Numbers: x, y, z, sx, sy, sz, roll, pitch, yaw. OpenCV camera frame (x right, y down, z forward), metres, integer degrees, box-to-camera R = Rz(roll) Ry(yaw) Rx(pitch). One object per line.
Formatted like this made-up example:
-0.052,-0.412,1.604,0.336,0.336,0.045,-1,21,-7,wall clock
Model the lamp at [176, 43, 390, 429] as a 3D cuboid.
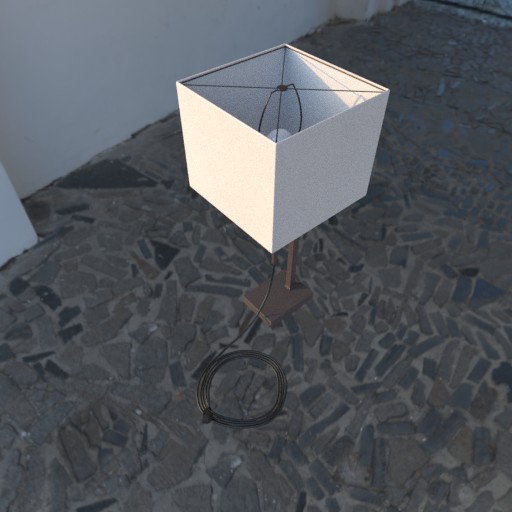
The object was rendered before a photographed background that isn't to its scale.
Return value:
0.000,0.000,0.972,0.504,0.660,0.399,-32,54,-26,lamp
